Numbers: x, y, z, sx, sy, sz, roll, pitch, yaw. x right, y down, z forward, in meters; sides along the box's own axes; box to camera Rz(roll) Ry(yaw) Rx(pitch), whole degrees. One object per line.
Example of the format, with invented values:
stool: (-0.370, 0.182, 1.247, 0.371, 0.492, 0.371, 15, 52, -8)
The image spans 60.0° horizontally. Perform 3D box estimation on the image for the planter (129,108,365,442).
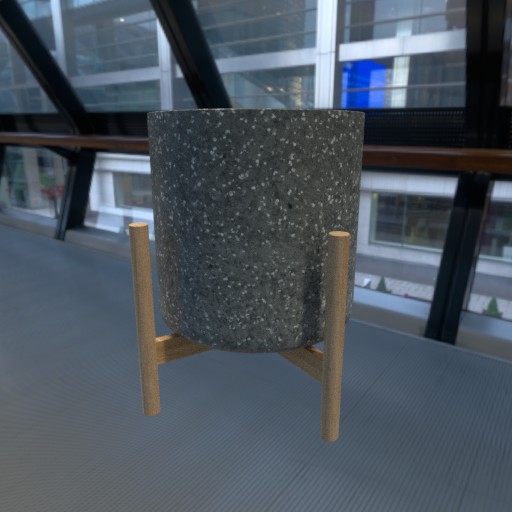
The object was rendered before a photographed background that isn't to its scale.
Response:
planter: (0.000, 0.000, 0.689, 0.360, 0.419, 0.360, -3, 16, -10)
